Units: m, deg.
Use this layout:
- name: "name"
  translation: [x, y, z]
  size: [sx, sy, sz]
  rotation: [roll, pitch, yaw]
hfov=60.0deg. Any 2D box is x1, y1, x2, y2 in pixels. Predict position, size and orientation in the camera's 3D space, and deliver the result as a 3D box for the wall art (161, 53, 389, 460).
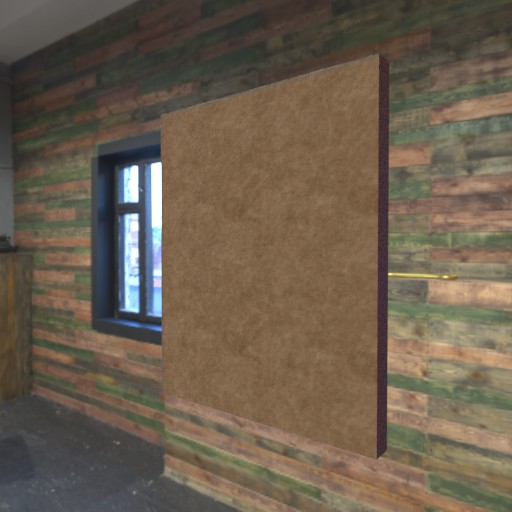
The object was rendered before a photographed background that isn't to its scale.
- name: "wall art"
  translation: [0.000, 0.000, 0.759]
  size: [0.453, 0.554, 0.037]
  rotation: [1, 2, 38]
